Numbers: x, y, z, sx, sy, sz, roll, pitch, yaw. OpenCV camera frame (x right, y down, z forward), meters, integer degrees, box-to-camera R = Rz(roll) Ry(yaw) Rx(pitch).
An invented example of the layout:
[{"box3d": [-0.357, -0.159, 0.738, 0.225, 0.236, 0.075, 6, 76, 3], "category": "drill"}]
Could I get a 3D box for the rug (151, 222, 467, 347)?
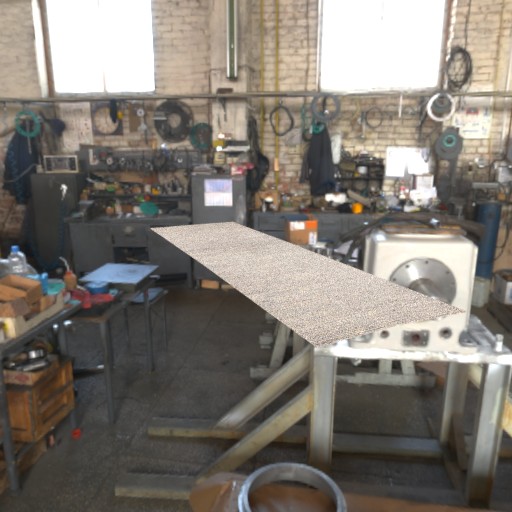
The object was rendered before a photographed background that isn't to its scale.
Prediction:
[{"box3d": [0.000, 0.000, 2.575, 0.697, 0.013, 2.335, -7, 15, -25], "category": "rug"}]
